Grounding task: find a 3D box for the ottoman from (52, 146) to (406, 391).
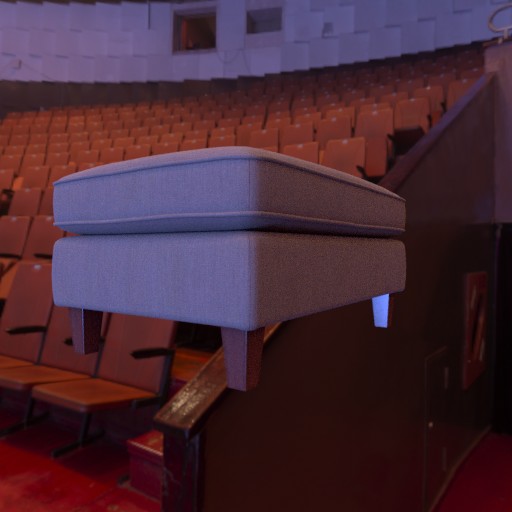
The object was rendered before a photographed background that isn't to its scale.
[{"bbox_3d":[0.000,0.000,1.301,0.636,0.480,0.941,1,1,35],"label":"ottoman"}]
